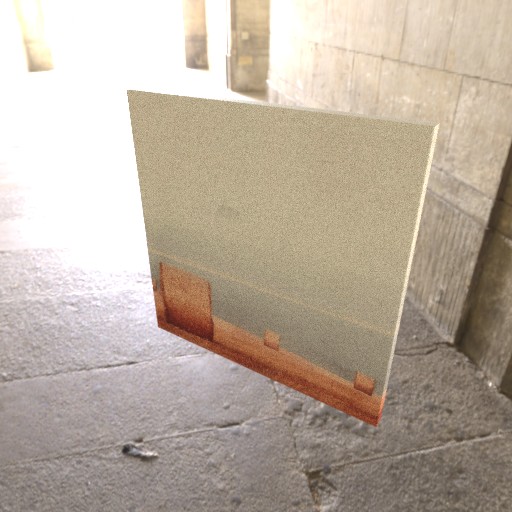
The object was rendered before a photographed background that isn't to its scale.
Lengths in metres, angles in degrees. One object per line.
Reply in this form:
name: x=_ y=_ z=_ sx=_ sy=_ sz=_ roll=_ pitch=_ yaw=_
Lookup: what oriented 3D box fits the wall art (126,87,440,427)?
wall art: x=0.000 y=0.000 z=1.144 sx=0.760 sy=0.760 sz=0.042 roll=17 pitch=34 yaw=28
